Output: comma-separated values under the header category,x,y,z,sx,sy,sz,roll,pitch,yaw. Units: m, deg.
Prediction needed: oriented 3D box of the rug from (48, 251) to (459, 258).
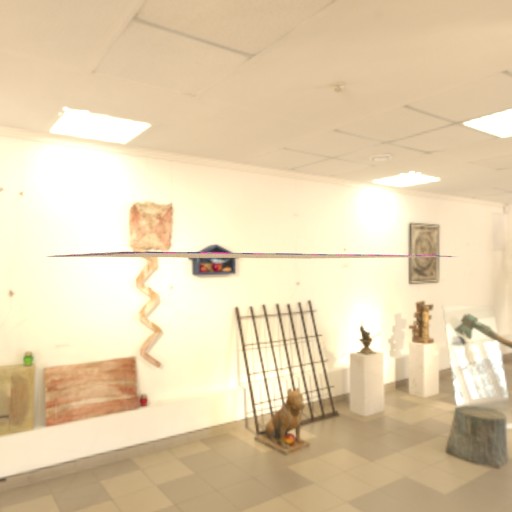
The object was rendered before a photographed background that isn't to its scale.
category,x,y,z,sx,sy,sz,roll,pitch,yaw
rug,0.000,0.000,2.971,2.350,0.013,1.539,1,-1,-36
